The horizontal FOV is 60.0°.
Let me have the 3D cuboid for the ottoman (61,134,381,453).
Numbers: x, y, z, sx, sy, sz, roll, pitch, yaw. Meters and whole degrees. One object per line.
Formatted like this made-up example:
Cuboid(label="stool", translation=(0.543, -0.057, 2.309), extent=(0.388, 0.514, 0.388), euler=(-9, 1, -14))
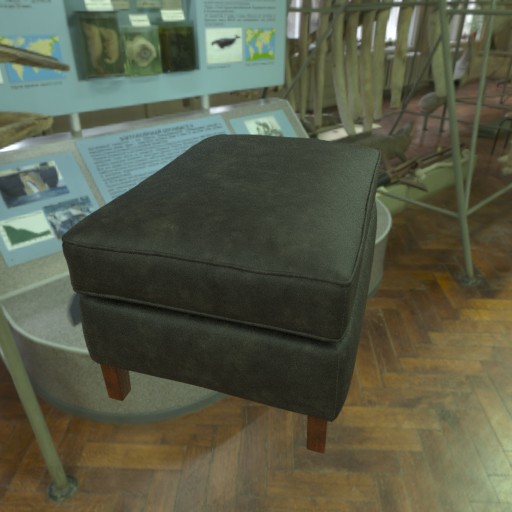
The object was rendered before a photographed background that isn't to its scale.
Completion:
Cuboid(label="ottoman", translation=(0.000, 0.000, 0.987), extent=(0.501, 0.413, 0.665), euler=(9, 31, 15))
